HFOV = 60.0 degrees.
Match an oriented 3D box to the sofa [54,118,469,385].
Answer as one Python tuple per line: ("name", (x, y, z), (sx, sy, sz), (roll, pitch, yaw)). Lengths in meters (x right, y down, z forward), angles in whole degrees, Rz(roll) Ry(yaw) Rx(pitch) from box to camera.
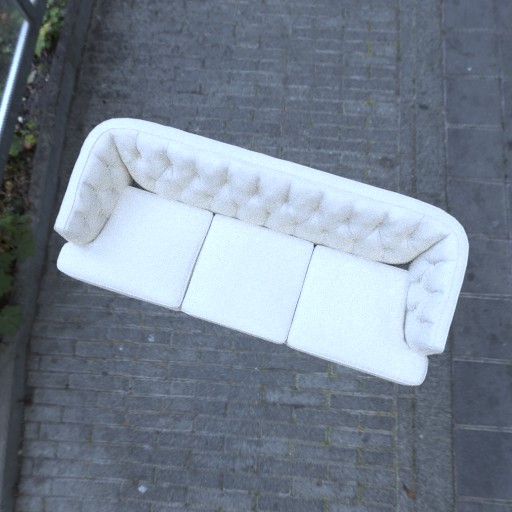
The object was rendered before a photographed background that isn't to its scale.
("sofa", (0.000, 0.000, 2.725), (2.278, 0.855, 0.941), (17, 76, 4))
